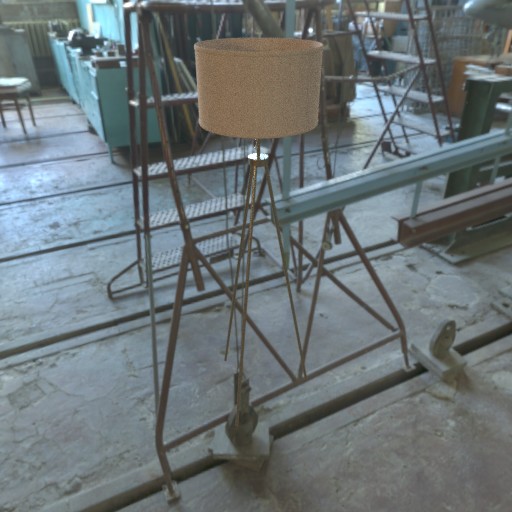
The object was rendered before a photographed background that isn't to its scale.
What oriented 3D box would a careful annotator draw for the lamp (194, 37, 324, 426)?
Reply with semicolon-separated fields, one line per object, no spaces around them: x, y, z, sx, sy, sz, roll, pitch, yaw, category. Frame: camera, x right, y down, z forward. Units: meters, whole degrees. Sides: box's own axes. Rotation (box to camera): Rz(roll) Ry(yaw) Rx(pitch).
0.000;0.000;1.785;0.449;1.545;0.460;10;32;15;lamp
